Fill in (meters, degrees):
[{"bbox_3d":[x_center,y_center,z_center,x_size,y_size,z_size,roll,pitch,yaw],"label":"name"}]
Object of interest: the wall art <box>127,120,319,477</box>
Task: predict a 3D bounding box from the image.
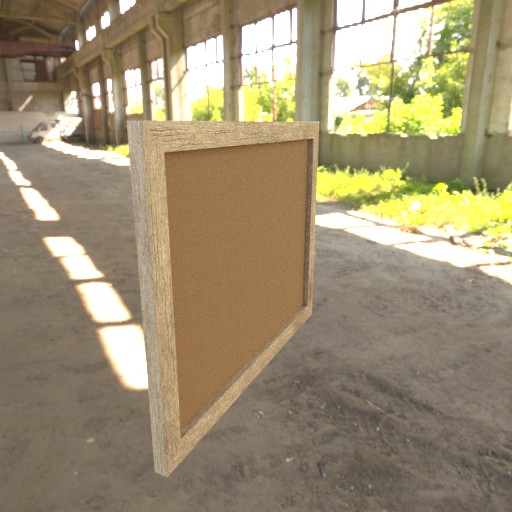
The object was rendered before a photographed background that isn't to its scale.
[{"bbox_3d":[0.000,0.000,0.920,0.026,0.535,0.690,8,18,25],"label":"wall art"}]
